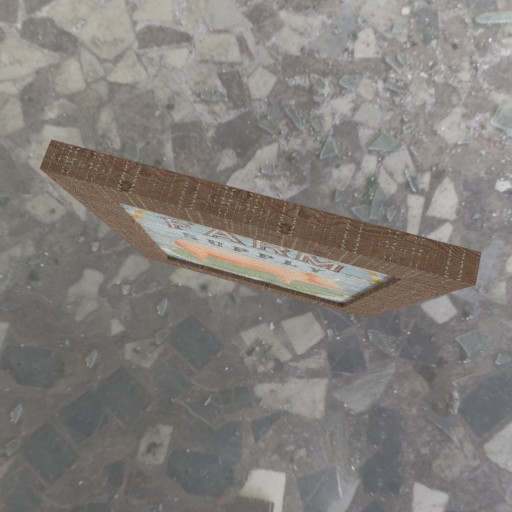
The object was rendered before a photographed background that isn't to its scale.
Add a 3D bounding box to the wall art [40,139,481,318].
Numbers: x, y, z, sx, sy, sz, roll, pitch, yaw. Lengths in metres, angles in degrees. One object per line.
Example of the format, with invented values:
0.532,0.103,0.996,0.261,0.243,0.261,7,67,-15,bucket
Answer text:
0.000,0.000,0.783,0.531,0.531,0.040,15,78,3,wall art
